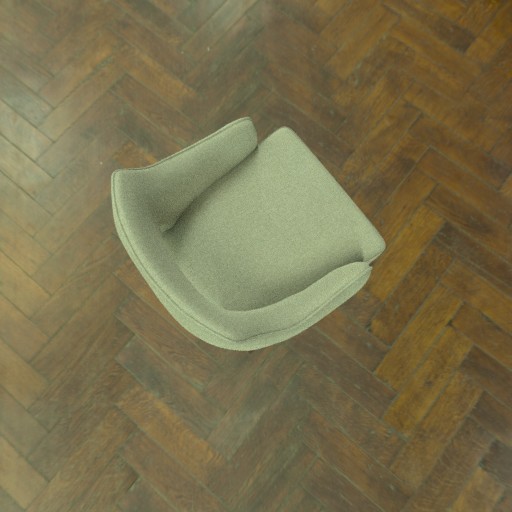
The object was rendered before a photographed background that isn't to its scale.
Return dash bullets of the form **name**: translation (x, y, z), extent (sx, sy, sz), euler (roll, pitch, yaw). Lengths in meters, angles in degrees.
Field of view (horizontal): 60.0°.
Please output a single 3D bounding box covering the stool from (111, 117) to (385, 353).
- **stool**: translation (0.000, 0.000, 1.380), extent (0.560, 1.041, 0.550), euler (-35, 78, -8)
